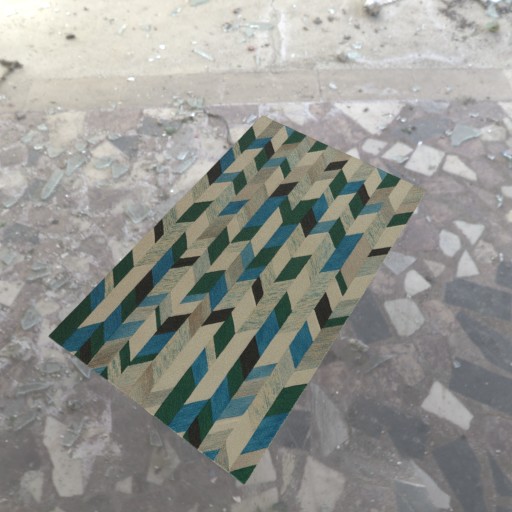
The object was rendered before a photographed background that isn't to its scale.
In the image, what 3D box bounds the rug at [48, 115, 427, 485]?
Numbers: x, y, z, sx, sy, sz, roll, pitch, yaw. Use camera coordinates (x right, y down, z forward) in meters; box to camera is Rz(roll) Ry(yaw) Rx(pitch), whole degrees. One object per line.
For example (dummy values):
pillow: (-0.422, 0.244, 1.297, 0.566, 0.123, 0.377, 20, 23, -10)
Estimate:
rug: (0.000, 0.000, 3.076, 1.507, 0.007, 2.433, 30, 63, 17)
